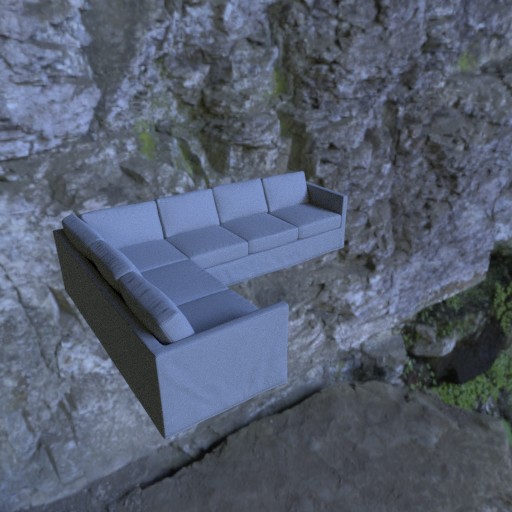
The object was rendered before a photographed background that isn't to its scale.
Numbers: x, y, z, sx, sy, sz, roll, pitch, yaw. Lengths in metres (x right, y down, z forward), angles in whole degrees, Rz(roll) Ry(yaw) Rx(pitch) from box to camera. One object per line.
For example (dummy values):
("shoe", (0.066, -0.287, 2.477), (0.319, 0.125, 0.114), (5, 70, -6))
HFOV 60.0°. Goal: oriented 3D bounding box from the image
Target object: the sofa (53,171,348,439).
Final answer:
("sofa", (0.000, 0.000, 4.381), (3.182, 0.871, 2.432), (-17, 30, -32))
